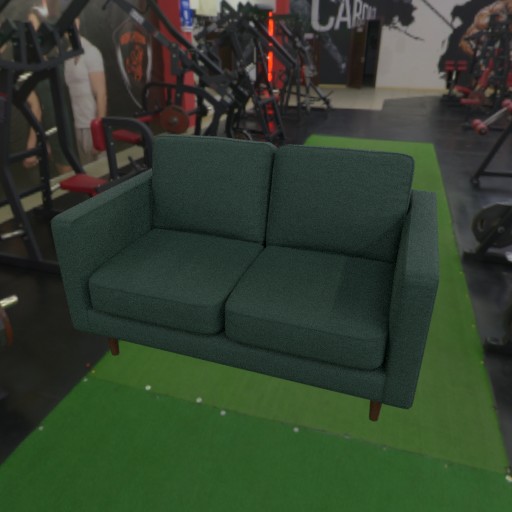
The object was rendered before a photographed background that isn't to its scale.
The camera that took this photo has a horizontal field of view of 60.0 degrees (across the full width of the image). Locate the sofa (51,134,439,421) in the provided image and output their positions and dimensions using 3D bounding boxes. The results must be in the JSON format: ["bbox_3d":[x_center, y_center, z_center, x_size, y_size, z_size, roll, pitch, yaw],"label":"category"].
[{"bbox_3d":[0.000,0.000,1.955,1.430,0.899,0.879,9,28,17],"label":"sofa"}]
